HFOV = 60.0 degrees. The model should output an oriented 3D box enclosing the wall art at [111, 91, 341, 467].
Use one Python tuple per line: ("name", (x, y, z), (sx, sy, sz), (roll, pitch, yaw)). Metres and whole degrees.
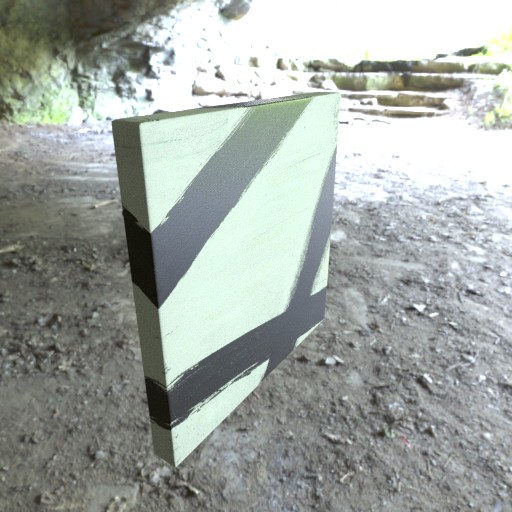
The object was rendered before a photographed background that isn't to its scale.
("wall art", (0.000, 0.000, 0.770), (0.050, 0.508, 0.507), (16, 29, 31))
